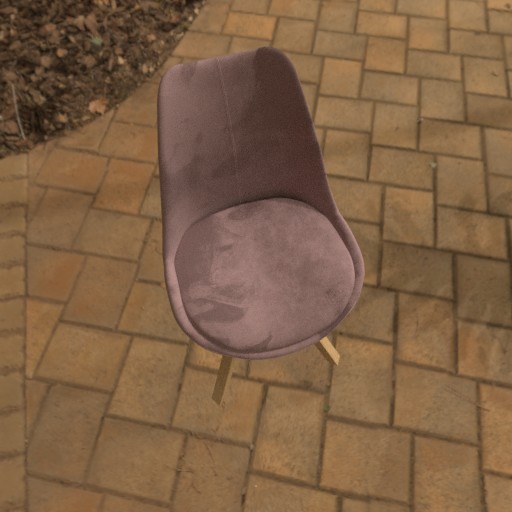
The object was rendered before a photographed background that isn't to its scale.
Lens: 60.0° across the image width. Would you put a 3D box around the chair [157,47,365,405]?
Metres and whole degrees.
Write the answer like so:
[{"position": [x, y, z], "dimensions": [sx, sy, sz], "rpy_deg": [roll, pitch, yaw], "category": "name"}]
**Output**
[{"position": [0.000, 0.000, 1.174], "dimensions": [0.485, 0.850, 0.550], "rpy_deg": [-16, 64, -8], "category": "chair"}]
